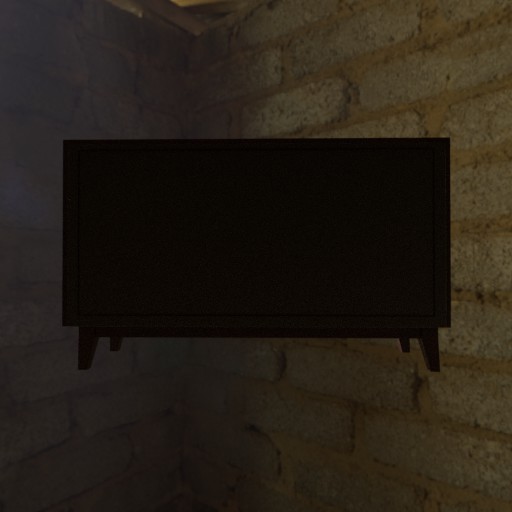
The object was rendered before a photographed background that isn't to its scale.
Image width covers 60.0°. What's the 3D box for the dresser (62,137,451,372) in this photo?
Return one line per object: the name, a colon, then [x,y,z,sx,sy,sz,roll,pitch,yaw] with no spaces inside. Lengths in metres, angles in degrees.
dresser: [0.000,0.000,2.079,1.609,0.971,0.499,0,-1,1]
